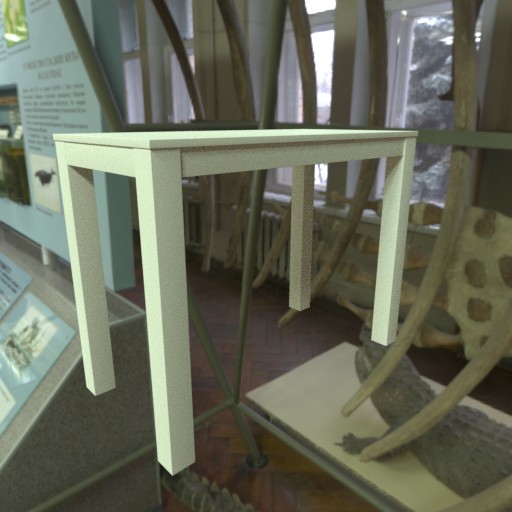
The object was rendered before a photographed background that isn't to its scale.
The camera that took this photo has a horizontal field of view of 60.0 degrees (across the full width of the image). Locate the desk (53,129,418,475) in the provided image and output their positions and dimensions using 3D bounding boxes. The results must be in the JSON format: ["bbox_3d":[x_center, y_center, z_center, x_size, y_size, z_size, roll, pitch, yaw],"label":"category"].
[{"bbox_3d":[0.000,0.000,1.418,0.990,0.762,0.497,-15,23,-40],"label":"desk"}]
